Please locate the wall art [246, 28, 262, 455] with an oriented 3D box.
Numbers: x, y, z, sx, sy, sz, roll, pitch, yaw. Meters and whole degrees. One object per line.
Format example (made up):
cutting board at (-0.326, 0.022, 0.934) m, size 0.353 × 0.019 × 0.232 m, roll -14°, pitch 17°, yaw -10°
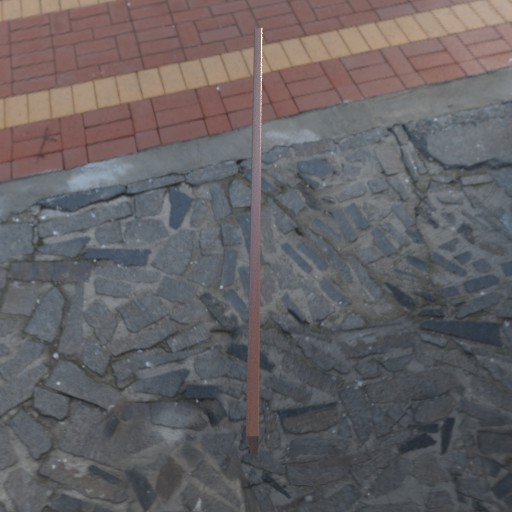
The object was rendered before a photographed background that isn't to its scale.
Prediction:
wall art at (0.000, 0.000, 0.827) m, size 0.014 × 0.455 × 0.660 m, roll 1°, pitch 64°, yaw 0°
